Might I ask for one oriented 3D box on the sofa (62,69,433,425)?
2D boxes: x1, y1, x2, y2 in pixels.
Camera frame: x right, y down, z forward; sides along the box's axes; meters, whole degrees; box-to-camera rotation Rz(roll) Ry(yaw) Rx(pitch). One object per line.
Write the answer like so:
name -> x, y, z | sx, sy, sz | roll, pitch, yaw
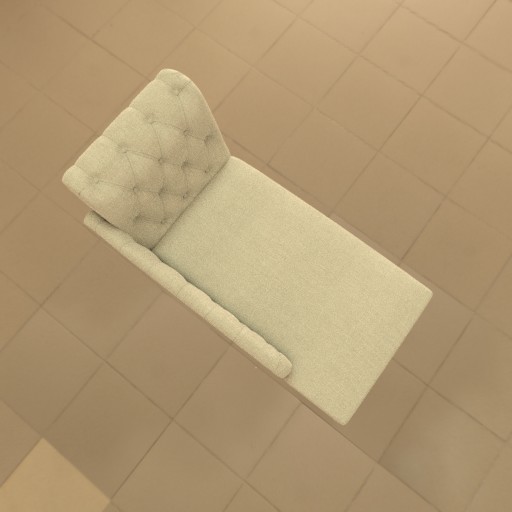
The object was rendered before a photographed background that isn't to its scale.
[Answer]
sofa -> 0.000, 0.000, 1.866 | 1.379, 0.787, 0.675 | 37, 79, 9
